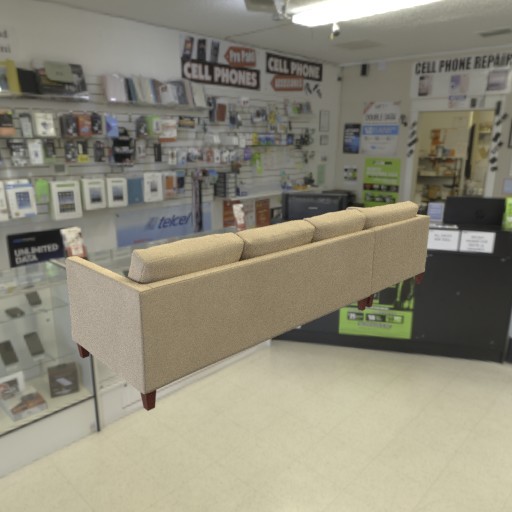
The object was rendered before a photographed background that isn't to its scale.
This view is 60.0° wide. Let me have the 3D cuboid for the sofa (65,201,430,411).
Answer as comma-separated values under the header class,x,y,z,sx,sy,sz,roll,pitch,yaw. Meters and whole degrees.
class,x,y,z,sx,sy,sz,roll,pitch,yaw
sofa,0.000,0.000,3.850,3.186,0.846,1.625,-14,20,-42
